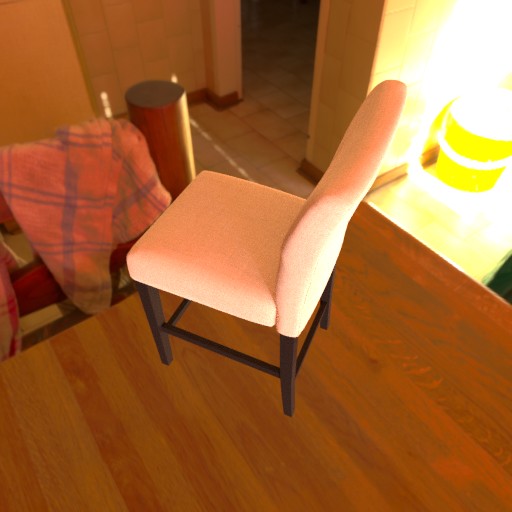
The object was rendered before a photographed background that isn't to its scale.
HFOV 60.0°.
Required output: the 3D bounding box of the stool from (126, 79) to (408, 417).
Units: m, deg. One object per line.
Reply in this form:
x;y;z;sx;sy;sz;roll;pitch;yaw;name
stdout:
0.000;0.000;1.313;0.603;0.972;0.514;18;49;17;stool
